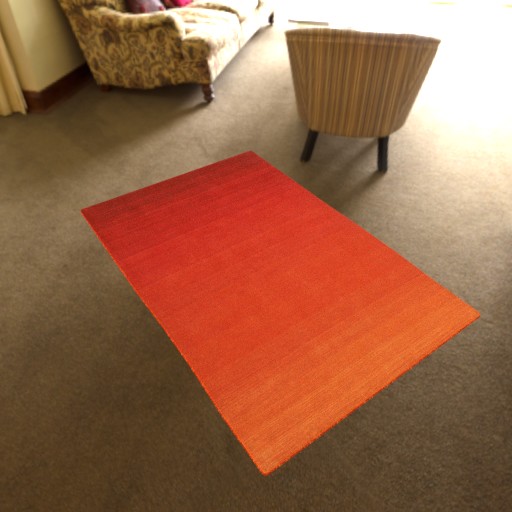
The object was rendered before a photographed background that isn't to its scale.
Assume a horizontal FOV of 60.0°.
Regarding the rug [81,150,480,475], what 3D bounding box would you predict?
[{"bbox_3d":[0.000,0.000,2.304,1.230,0.018,1.835,-26,48,-25],"label":"rug"}]
